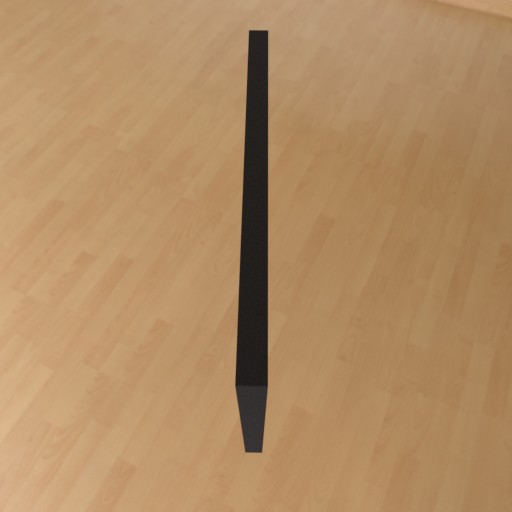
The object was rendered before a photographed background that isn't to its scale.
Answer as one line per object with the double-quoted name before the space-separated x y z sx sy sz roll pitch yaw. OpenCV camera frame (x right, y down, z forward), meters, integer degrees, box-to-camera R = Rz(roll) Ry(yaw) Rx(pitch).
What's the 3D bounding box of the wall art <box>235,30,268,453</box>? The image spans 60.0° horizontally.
"wall art" 0.000 0.000 0.747 0.030 0.454 0.554 1 59 0
